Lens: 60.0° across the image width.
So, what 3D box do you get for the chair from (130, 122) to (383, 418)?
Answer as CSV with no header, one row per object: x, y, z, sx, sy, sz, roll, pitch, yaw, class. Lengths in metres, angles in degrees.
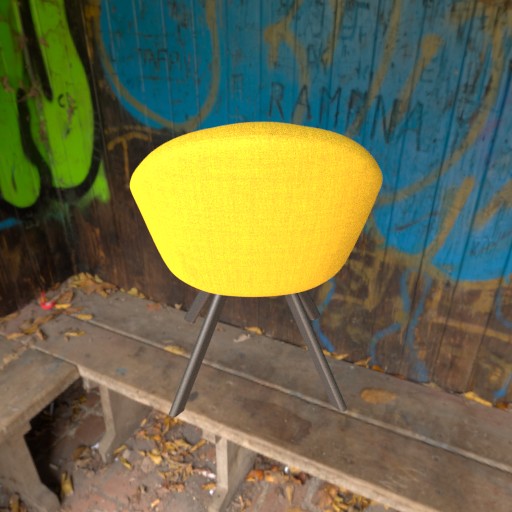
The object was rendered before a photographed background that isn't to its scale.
0.000,0.000,1.184,0.590,0.795,0.550,-1,29,-2,chair
